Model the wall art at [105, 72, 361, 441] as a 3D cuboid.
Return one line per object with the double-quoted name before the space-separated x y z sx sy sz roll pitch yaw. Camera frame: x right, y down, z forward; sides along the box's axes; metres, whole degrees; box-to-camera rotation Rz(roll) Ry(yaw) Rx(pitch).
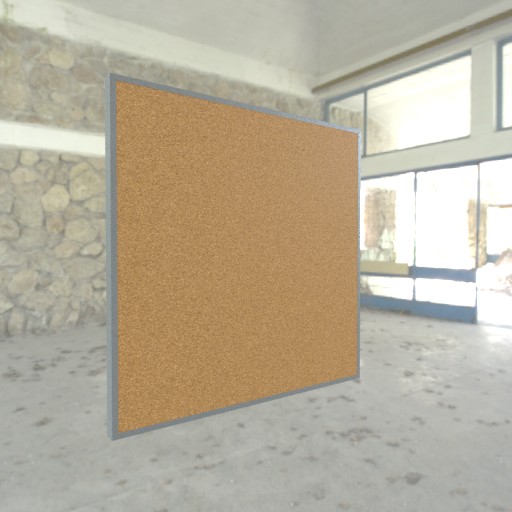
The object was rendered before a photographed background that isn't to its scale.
"wall art" 0.000 0.000 1.221 0.809 0.807 0.038 -1 1 -36
